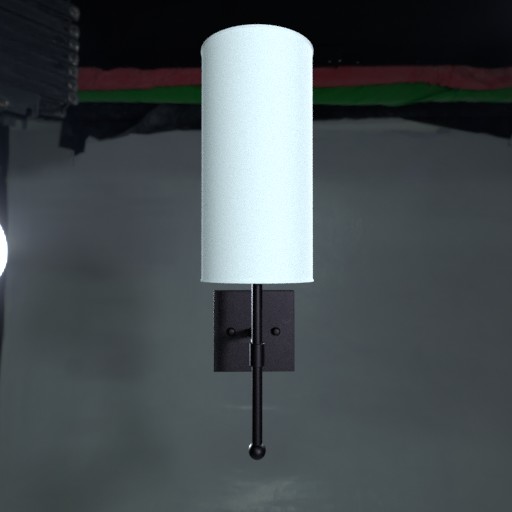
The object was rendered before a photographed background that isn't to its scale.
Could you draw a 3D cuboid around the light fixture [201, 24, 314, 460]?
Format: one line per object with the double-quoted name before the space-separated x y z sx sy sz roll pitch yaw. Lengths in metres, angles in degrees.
"light fixture" 0.000 0.000 0.545 0.128 0.462 0.208 0 -1 -2
